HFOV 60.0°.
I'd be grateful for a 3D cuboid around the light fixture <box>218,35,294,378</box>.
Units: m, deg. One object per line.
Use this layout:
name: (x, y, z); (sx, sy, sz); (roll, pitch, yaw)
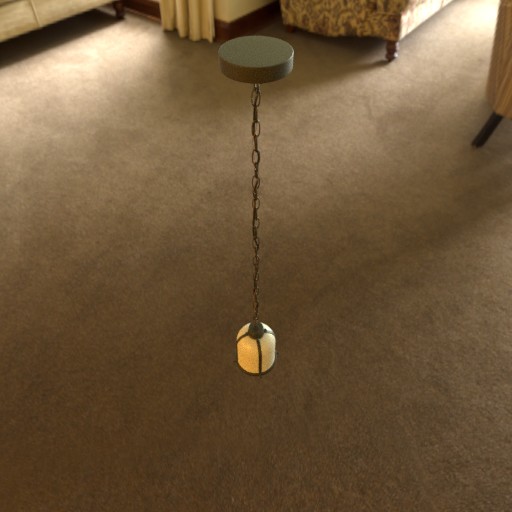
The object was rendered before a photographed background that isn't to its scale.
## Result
light fixture: (0.000, 0.000, 1.294); (0.178, 1.181, 0.178); (-9, 48, -8)
